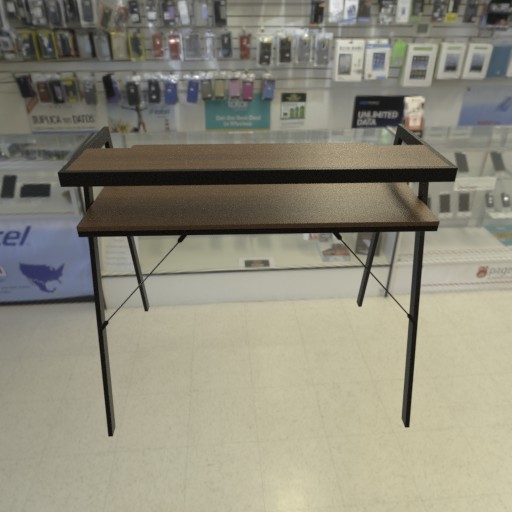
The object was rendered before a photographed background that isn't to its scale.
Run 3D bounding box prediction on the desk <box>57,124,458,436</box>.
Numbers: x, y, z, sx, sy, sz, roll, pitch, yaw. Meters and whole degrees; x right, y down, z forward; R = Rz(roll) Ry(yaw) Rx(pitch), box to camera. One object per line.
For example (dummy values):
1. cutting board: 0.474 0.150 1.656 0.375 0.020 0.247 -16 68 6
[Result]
1. desk: 0.000 0.000 1.829 1.143 0.998 0.936 -1 31 -2
